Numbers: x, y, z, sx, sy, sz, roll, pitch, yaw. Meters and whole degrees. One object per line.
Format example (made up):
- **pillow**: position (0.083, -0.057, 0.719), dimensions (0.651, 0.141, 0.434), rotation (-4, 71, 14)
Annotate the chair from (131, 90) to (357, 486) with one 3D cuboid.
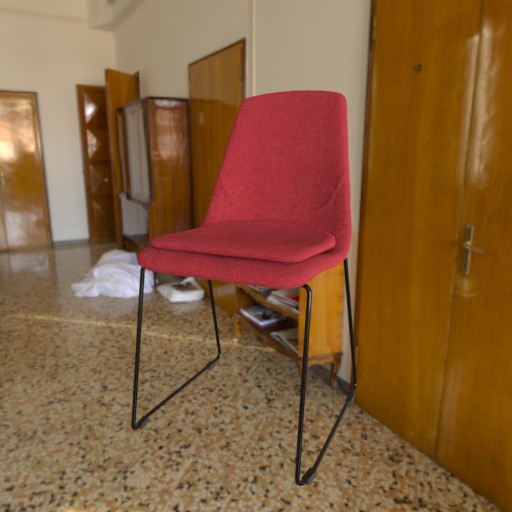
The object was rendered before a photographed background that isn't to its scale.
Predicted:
- **chair**: position (0.000, 0.000, 1.138), dimensions (0.479, 0.858, 0.518), rotation (6, 15, 25)
